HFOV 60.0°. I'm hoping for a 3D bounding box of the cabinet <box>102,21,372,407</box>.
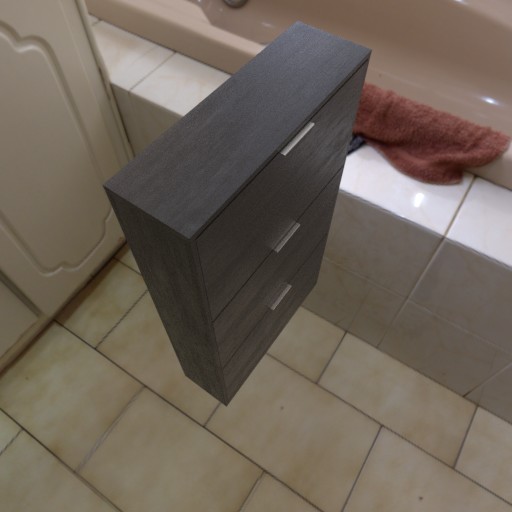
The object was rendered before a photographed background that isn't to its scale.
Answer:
[{"bbox_3d":[0.000,0.000,1.585,0.250,1.280,0.750,31,63,18],"label":"cabinet"}]
